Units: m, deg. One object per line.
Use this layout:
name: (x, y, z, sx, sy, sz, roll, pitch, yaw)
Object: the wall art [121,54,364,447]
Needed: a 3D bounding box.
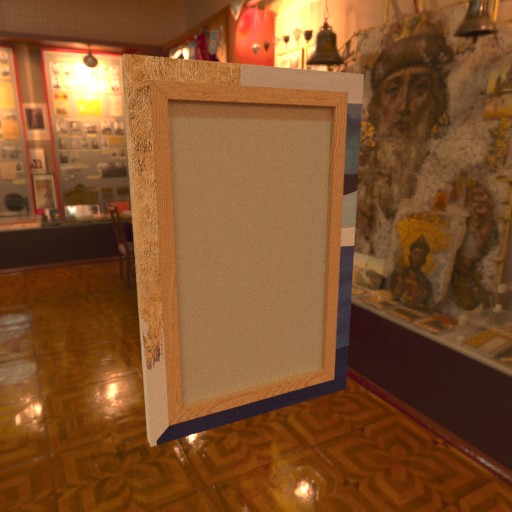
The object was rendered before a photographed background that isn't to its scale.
wall art: (0.000, 0.000, 1.146, 0.607, 0.911, 0.039, -7, 16, -26)
